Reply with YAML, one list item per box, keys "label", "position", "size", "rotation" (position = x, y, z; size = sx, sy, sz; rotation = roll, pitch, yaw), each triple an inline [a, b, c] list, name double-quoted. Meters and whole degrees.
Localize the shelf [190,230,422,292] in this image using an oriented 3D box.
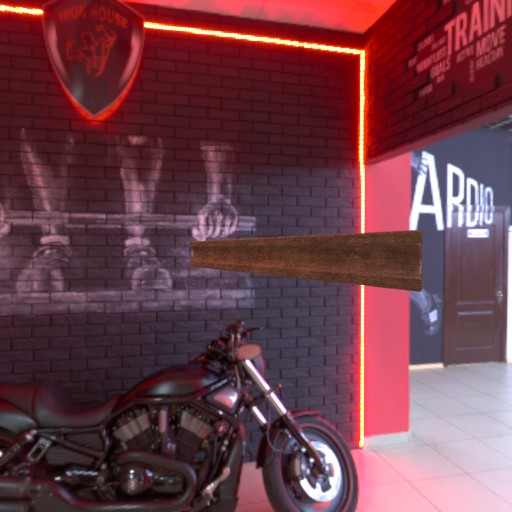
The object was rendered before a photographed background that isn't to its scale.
- label: "shelf"
  position: [0.000, 0.000, 0.435]
  size: [0.296, 0.035, 0.296]
  rotation: [0, 1, 19]
